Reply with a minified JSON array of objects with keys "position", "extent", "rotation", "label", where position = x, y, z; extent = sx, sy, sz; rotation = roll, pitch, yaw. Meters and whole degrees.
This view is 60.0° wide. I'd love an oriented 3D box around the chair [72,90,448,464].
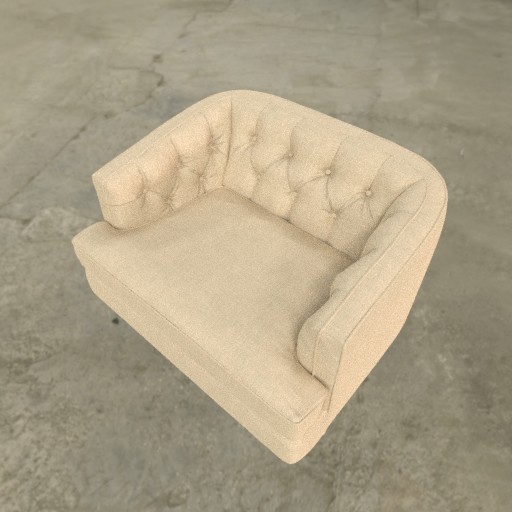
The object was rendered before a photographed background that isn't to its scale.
[{"position":[0.000,0.000,1.689],"extent":[1.118,0.787,0.914],"rotation":[33,54,27],"label":"chair"}]
